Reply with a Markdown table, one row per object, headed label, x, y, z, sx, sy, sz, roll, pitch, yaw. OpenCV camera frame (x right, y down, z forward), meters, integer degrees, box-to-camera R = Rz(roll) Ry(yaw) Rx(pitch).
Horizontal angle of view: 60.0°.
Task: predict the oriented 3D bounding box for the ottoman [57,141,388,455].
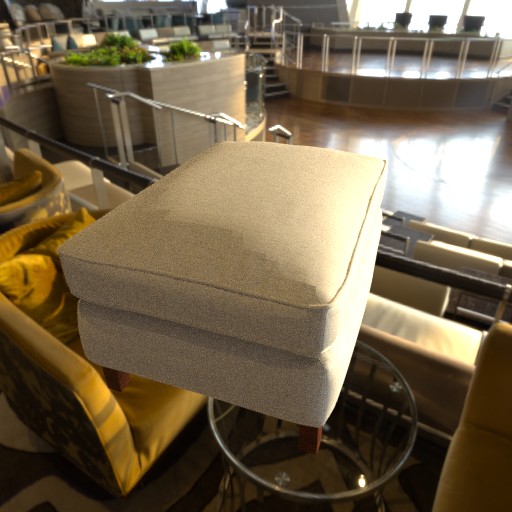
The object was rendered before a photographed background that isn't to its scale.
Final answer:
| label | x | y | z | sx | sy | sz | roll | pitch | yaw |
| --- | --- | --- | --- | --- | --- | --- | --- | --- | --- |
| ottoman | 0.000 | 0.000 | 0.976 | 0.501 | 0.406 | 0.665 | 11 | 32 | 18 |
